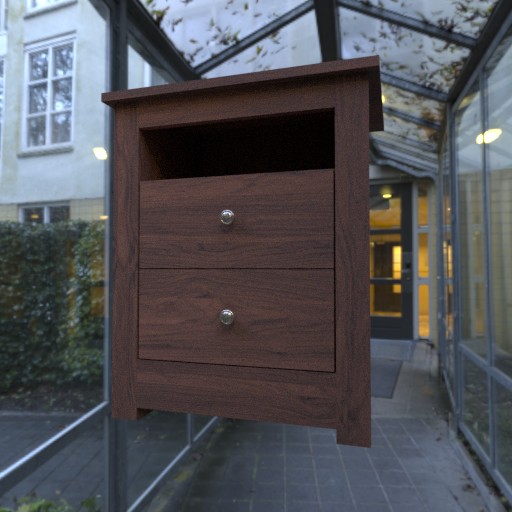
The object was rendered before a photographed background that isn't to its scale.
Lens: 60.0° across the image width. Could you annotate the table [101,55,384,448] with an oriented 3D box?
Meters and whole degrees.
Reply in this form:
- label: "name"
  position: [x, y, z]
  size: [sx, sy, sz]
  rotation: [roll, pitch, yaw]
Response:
- label: "table"
  position: [0.000, 0.000, 1.067]
  size: [0.589, 0.711, 0.406]
  rotation: [0, -2, 17]
